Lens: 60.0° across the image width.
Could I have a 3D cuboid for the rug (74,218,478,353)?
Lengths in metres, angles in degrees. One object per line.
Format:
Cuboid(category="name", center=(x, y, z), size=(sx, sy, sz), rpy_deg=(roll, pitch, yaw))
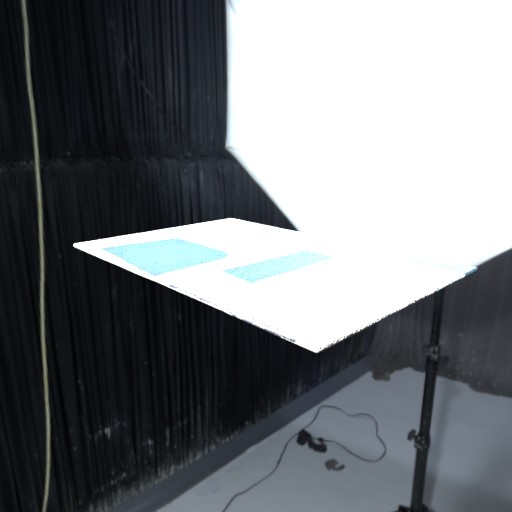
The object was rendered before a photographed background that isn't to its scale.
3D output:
Cuboid(category="rug", center=(0.000, 0.000, 2.389), size=(1.238, 0.020, 1.847), rpy_deg=(-14, 21, -42))
